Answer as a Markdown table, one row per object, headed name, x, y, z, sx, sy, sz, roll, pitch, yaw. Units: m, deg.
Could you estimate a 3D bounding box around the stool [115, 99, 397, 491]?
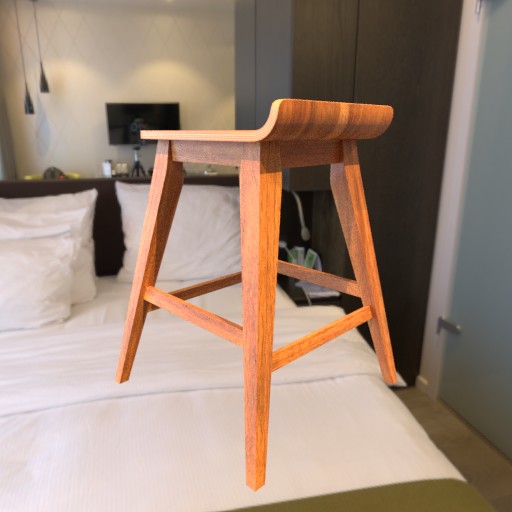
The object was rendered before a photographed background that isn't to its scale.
| name | x | y | z | sx | sy | sz | roll | pitch | yaw |
| --- | --- | --- | --- | --- | --- | --- | --- | --- | --- |
| stool | 0.000 | 0.000 | 1.021 | 0.500 | 0.650 | 0.500 | -15 | 22 | -43 |
